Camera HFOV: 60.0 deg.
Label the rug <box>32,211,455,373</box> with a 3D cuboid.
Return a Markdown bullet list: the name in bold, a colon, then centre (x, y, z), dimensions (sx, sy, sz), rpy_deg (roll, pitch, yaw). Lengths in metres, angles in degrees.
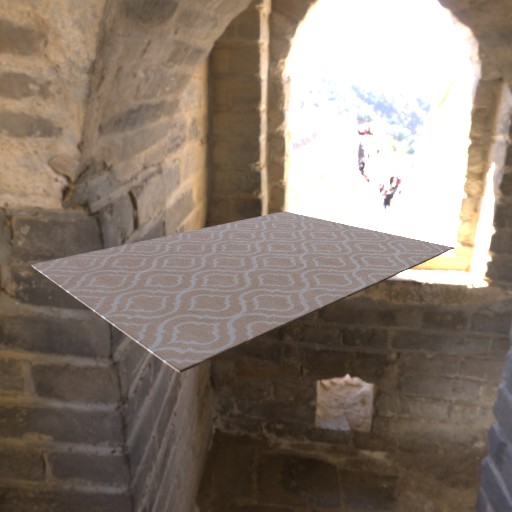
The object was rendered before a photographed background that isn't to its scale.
- **rug**: centre (0.000, 0.000, 2.723), dimensions (2.134, 0.010, 1.524), rpy_deg (-16, 24, -41)
